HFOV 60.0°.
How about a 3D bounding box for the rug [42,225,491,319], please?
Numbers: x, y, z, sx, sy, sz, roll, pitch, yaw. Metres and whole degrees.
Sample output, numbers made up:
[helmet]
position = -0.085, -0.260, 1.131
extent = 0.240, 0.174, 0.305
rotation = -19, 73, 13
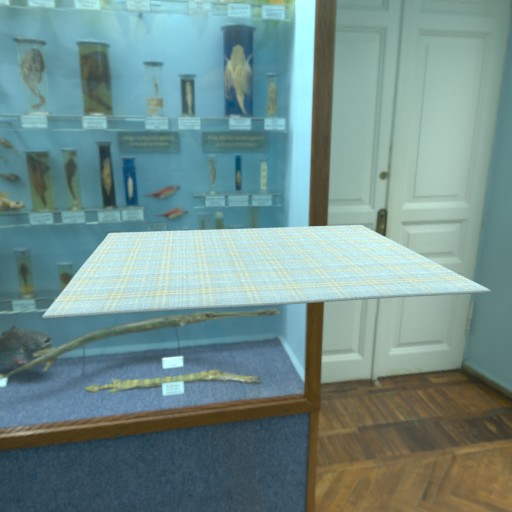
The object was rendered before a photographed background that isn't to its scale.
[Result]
[rug]
position = 0.000, 0.000, 4.130
extent = 3.066, 0.030, 2.462
rotation = -2, 15, -9
